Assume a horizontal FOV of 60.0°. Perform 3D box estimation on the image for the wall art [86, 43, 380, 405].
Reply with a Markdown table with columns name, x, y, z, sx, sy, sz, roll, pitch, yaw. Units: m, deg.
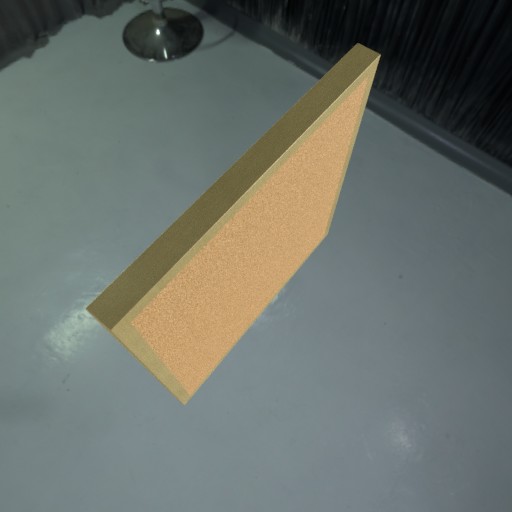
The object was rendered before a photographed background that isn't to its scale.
| name | x | y | z | sx | sy | sz | roll | pitch | yaw |
| --- | --- | --- | --- | --- | --- | --- | --- | --- | --- |
| wall art | 0.000 | 0.000 | 0.759 | 0.038 | 0.508 | 0.508 | 36 | 69 | 16 |
